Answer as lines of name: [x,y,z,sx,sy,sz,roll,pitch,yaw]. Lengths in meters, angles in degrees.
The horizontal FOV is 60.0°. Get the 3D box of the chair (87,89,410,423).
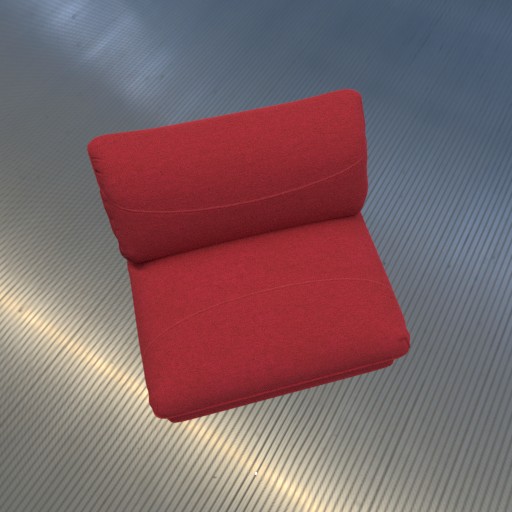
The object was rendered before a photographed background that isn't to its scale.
chair: [0.000,0.000,1.372,0.820,0.580,0.780,-13,65,-6]
